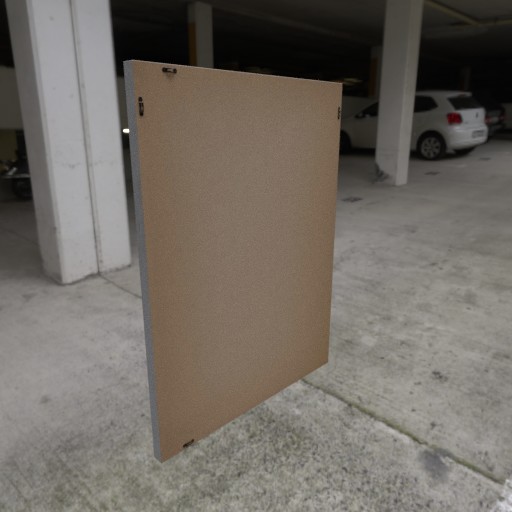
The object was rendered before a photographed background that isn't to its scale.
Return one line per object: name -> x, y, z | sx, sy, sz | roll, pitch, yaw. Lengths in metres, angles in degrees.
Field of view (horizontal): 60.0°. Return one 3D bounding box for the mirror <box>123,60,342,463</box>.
mirror -> 0.000, 0.000, 1.335 | 0.041, 1.016, 0.762 | 16, 23, 43
